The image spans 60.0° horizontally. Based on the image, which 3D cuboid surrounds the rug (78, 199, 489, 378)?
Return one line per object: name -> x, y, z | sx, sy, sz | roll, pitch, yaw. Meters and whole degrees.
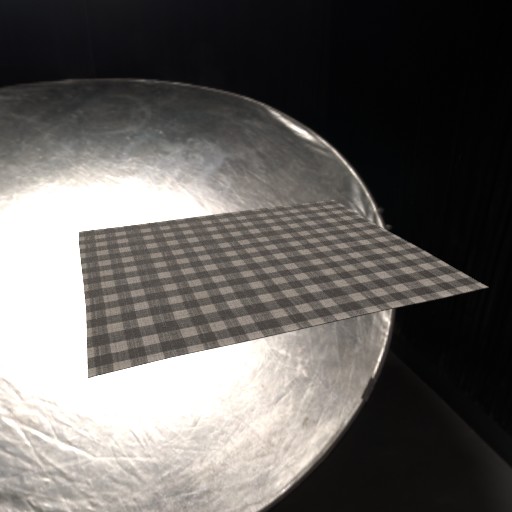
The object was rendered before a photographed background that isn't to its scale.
rug -> 0.000, 0.000, 4.049 | 3.021, 0.013, 2.432 | -9, 26, -19
